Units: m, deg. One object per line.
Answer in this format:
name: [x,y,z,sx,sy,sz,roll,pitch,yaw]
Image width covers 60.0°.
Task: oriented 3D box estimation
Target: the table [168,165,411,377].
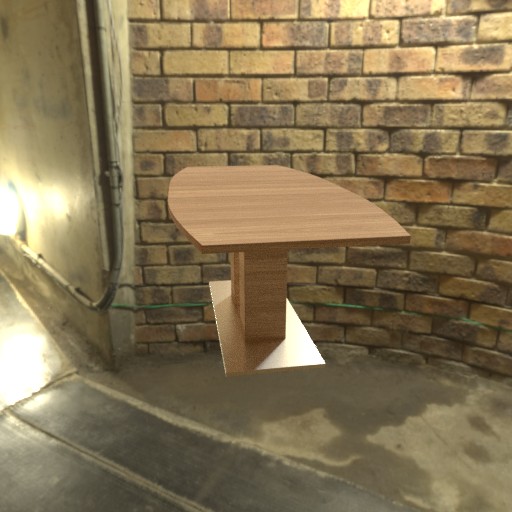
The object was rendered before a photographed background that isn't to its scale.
table: [0.000,0.000,2.437,0.900,0.750,2.032,-3,18,-9]
